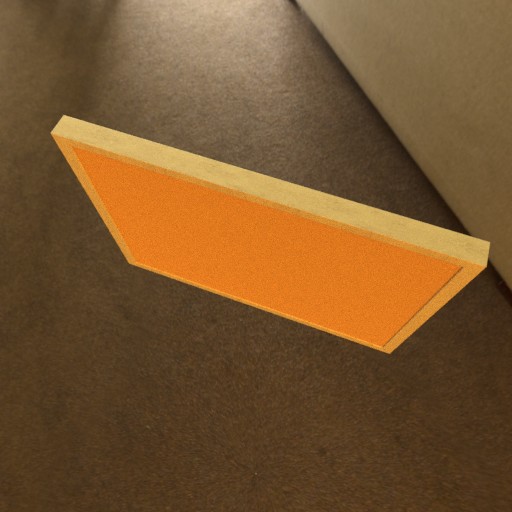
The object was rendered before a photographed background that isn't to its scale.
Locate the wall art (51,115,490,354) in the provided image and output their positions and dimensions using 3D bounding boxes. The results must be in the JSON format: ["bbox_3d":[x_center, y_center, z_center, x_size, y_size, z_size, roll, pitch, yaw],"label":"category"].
[{"bbox_3d":[0.000,0.000,0.687,0.532,0.380,0.032,18,65,9],"label":"wall art"}]
